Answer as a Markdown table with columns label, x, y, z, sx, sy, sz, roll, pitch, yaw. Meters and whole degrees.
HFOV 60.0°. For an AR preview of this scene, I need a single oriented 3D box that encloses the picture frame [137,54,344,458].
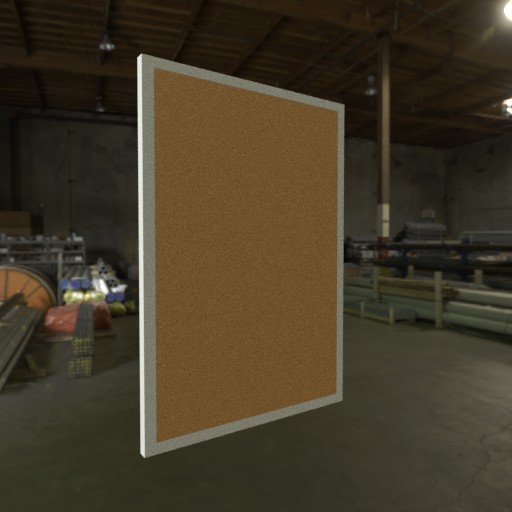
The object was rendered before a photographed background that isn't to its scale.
| label | x | y | z | sx | sy | sz | roll | pitch | yaw |
| --- | --- | --- | --- | --- | --- | --- | --- | --- | --- |
| picture frame | 0.000 | 0.000 | 0.568 | 0.305 | 0.434 | 0.013 | -1 | 2 | -35 |
